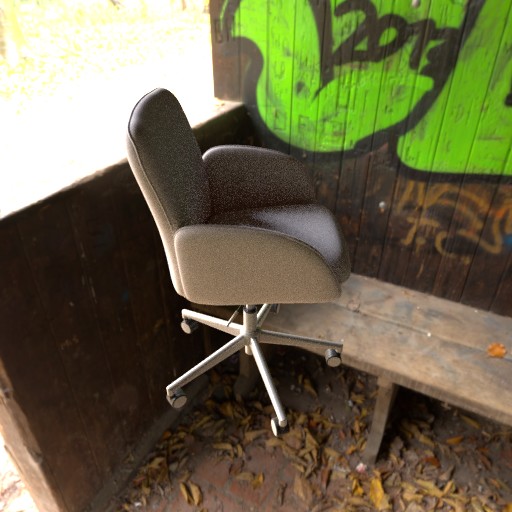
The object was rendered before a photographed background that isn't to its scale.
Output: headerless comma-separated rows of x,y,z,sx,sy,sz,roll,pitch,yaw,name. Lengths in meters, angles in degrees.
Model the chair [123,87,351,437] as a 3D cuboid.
0.000,0.000,1.396,0.633,0.959,0.648,0,33,0,chair
